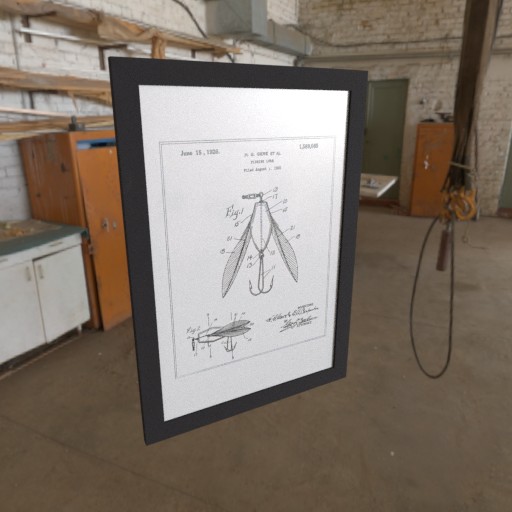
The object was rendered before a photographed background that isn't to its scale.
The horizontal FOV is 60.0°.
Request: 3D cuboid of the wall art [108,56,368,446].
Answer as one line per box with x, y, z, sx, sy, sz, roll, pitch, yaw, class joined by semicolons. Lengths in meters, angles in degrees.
0.000;0.000;0.671;0.380;0.534;0.013;-10;20;-27;wall art
